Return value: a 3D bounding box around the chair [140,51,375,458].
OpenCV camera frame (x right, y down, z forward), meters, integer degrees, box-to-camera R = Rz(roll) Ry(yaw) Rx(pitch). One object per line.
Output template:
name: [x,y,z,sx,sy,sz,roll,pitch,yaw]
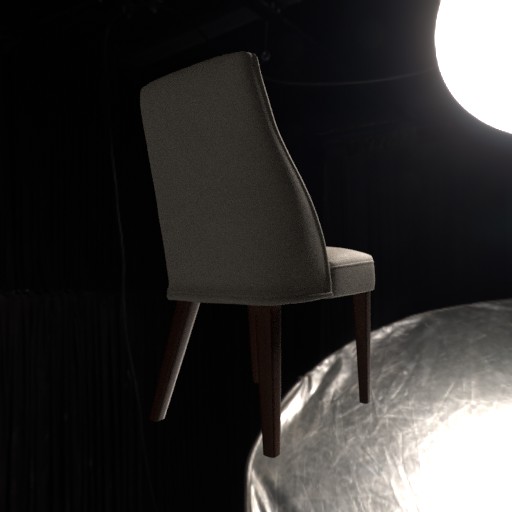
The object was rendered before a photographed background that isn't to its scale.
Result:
chair: [0.000,0.000,1.310,0.500,0.930,0.620,-1,-2,37]
